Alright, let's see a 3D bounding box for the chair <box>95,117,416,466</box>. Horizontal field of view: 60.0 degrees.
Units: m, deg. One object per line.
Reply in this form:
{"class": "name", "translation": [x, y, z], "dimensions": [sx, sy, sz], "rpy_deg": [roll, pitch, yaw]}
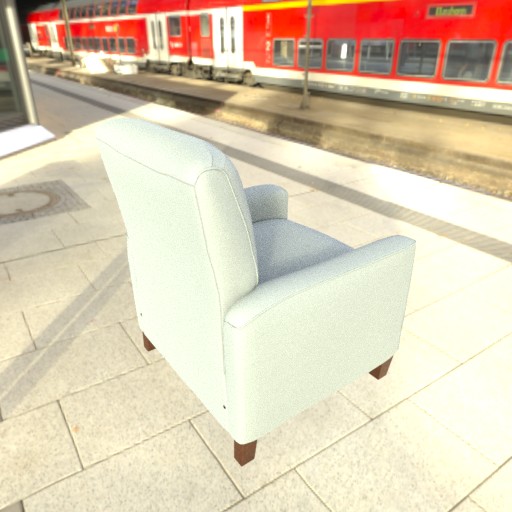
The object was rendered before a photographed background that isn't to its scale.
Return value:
{"class": "chair", "translation": [0.000, 0.000, 1.643], "dimensions": [0.846, 1.007, 0.853], "rpy_deg": [-18, 32, -32]}
